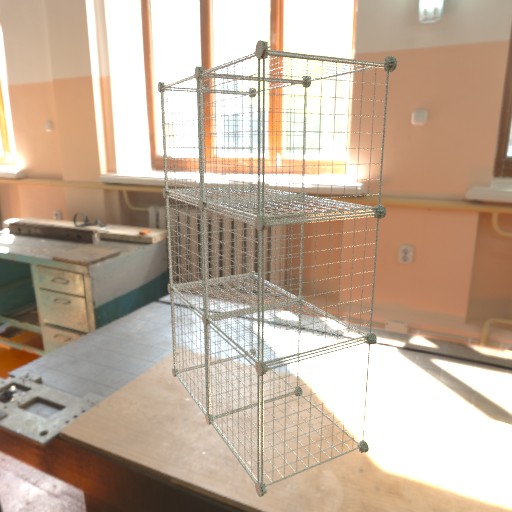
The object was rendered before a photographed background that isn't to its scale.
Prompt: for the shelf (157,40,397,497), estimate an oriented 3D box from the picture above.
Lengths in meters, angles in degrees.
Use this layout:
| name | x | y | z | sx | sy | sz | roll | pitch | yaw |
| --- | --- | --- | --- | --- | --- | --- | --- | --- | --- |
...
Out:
| name | x | y | z | sx | sy | sz | roll | pitch | yaw |
| --- | --- | --- | --- | --- | --- | --- | --- | --- | --- |
| shelf | 0.000 | 0.000 | 1.371 | 0.356 | 1.067 | 0.711 | -8 | 16 | -28 |
